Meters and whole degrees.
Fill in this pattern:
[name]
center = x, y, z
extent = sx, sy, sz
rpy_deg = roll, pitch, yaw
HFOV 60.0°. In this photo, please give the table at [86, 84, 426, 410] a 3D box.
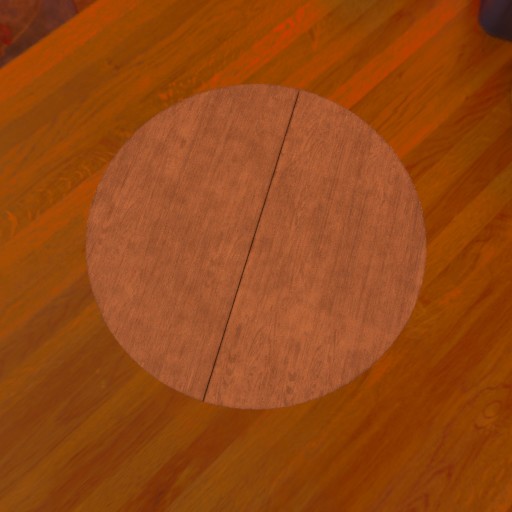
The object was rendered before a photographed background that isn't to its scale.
[table]
center = 0.000, 0.000, 2.152
extent = 1.363, 0.781, 1.363
rpy_deg = 0, 75, 0
